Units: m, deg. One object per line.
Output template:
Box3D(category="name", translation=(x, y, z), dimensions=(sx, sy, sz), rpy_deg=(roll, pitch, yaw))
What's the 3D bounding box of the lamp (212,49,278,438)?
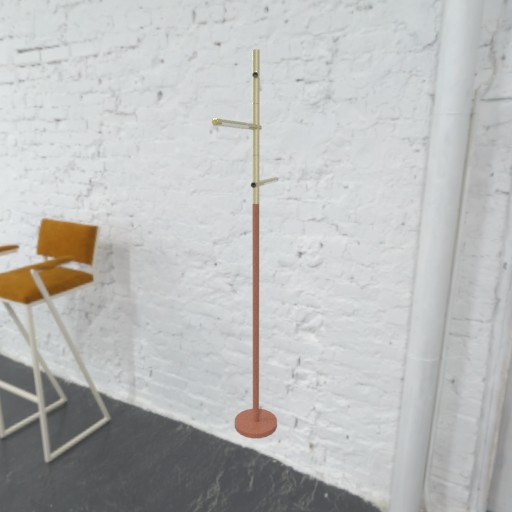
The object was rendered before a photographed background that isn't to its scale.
Box3D(category="lamp", translation=(0.000, 0.000, 1.982), dimensions=(0.209, 1.704, 0.737), rpy_deg=(2, 13, 8))
